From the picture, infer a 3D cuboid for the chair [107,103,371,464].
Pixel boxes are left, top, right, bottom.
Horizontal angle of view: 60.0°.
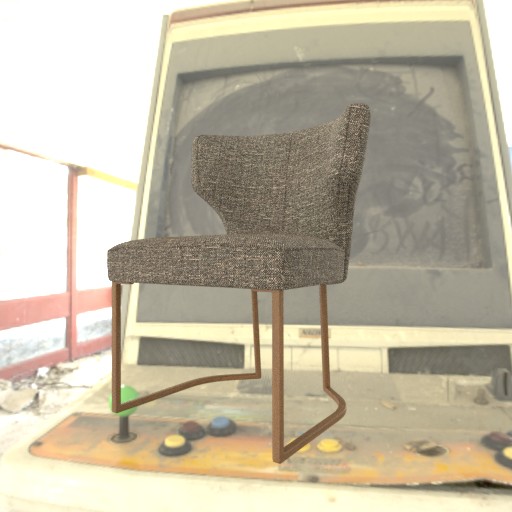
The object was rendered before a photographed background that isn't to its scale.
[{"bbox_3d":[0.000,0.000,1.259,0.611,0.824,0.617,0,0,34],"label":"chair"}]
